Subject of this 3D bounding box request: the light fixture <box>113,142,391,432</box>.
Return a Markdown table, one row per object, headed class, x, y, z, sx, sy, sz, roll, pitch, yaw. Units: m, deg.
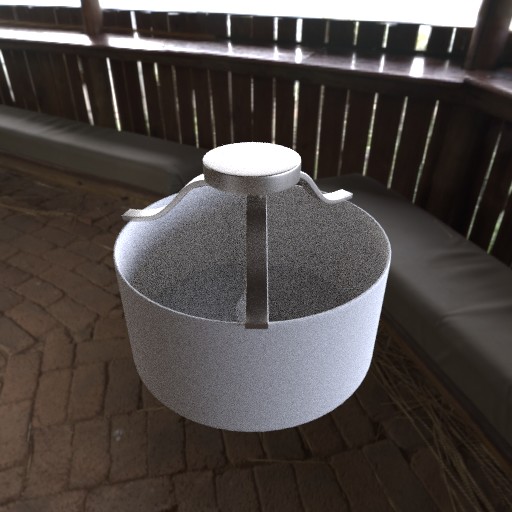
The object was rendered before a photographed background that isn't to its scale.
| class | x | y | z | sx | sy | sz | roll | pitch | yaw |
| --- | --- | --- | --- | --- | --- | --- | --- | --- | --- |
| light fixture | 0.000 | 0.000 | 0.653 | 0.395 | 0.304 | 0.395 | 0 | 32 | 0 |
